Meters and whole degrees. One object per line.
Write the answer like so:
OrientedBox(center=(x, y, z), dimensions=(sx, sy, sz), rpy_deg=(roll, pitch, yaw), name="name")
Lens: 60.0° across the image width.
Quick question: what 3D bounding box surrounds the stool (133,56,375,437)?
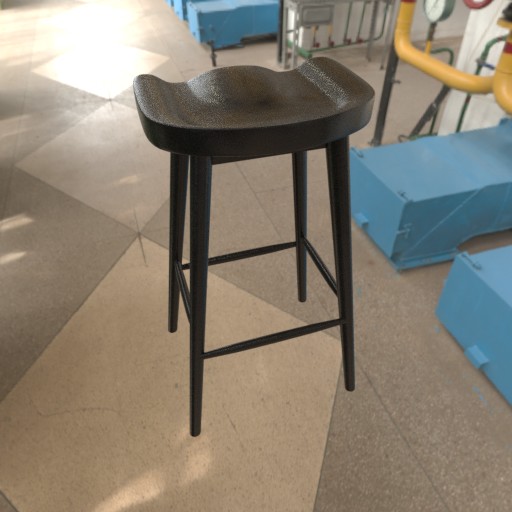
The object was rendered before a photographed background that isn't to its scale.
OrientedBox(center=(0.000, 0.000, 1.000), dimensions=(0.440, 0.749, 0.361), rpy_deg=(-11, 42, -13), name="stool")
